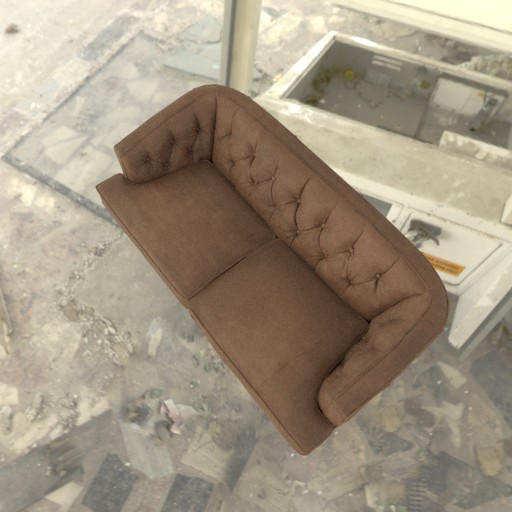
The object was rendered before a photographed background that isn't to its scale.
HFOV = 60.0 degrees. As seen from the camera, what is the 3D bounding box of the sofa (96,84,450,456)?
[{"bbox_3d":[0.000,0.000,2.300,0.917,0.799,1.767,-36,68,-17],"label":"sofa"}]
